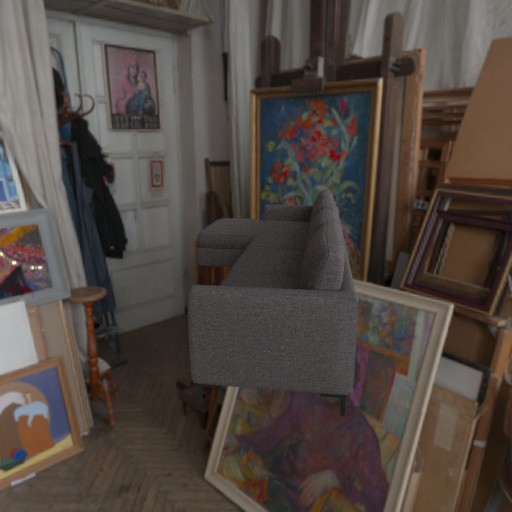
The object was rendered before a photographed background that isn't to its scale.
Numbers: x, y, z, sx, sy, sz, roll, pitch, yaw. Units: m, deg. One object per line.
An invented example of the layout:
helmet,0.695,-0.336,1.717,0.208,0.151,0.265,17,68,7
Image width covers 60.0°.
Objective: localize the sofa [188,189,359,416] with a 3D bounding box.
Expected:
sofa,0.000,0.000,3.237,1.258,0.754,2.731,2,15,8
